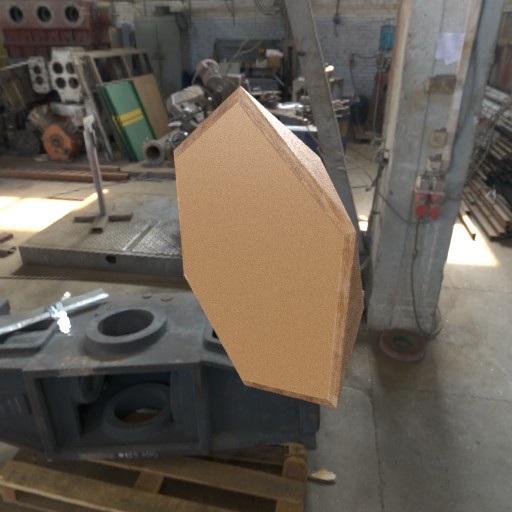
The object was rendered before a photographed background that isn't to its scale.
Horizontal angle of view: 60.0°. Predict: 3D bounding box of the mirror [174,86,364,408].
[{"bbox_3d":[0.000,0.000,1.075,0.091,0.779,0.675,-18,32,-31],"label":"mirror"}]
